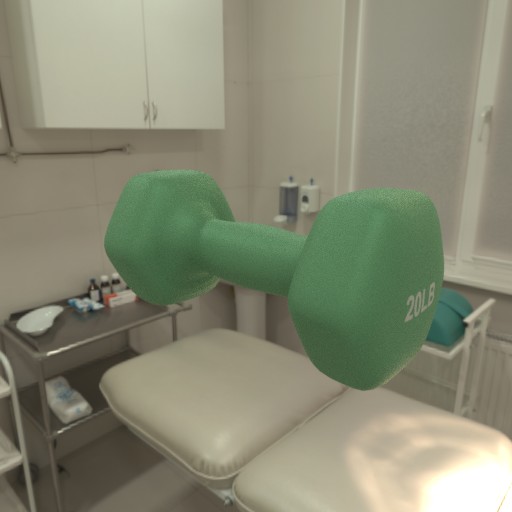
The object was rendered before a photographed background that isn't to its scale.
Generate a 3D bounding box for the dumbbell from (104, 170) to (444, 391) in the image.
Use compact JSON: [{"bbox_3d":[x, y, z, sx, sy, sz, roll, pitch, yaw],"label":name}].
[{"bbox_3d":[0.000,0.000,0.338,0.260,0.117,0.129,14,21,41],"label":"dumbbell"}]
